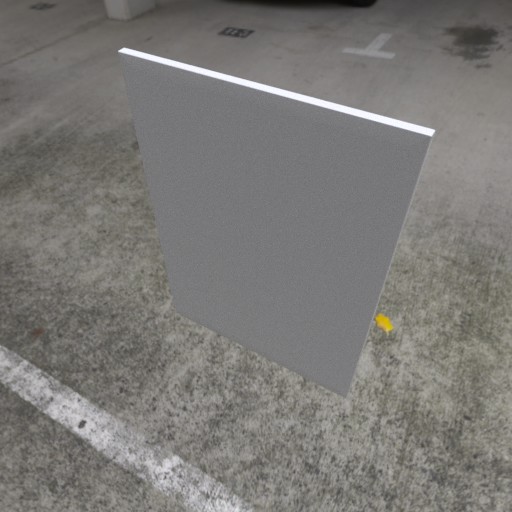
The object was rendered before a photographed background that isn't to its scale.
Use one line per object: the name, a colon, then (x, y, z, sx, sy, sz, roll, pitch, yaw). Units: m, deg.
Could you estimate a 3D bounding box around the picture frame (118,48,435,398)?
picture frame: (0.000, 0.000, 0.669, 0.381, 0.534, 0.012, 23, 51, 20)
